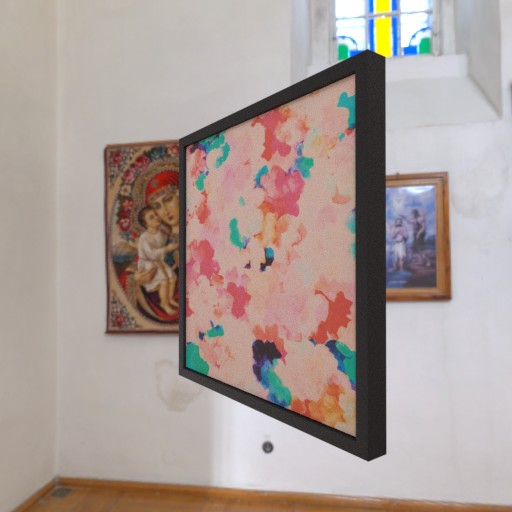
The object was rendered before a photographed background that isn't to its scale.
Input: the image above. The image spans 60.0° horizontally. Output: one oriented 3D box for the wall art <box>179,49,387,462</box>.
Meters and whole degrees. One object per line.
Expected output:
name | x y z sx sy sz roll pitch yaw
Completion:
wall art | 0.000 0.000 0.754 0.036 0.503 0.506 0 -1 -37
